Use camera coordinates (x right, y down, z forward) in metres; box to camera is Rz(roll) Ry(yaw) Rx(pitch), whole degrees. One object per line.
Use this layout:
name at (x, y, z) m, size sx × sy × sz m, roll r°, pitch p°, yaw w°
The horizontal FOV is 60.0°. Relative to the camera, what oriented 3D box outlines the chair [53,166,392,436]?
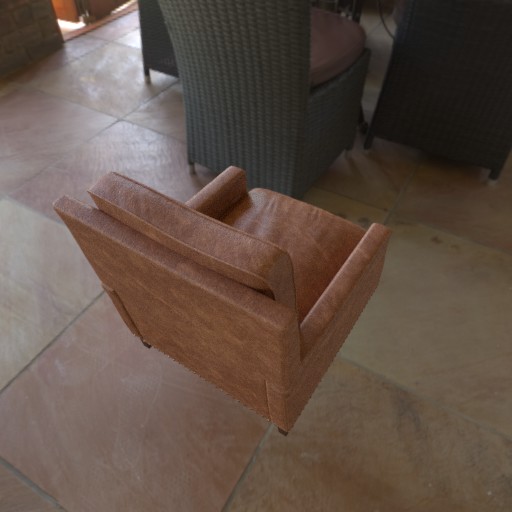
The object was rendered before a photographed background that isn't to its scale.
chair at (0.000, 0.000, 1.831) m, size 0.854 × 1.054 × 1.035 m, roll 26°, pitch 52°, yaw 22°
